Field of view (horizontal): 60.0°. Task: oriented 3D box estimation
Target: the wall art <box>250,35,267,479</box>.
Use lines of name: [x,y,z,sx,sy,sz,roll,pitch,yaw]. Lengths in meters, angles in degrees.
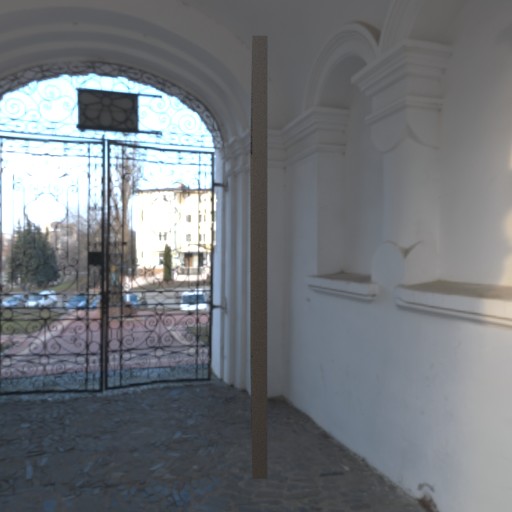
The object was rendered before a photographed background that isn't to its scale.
wall art: [0.000,0.000,0.535,0.012,0.357,0.358,0,1,-1]
